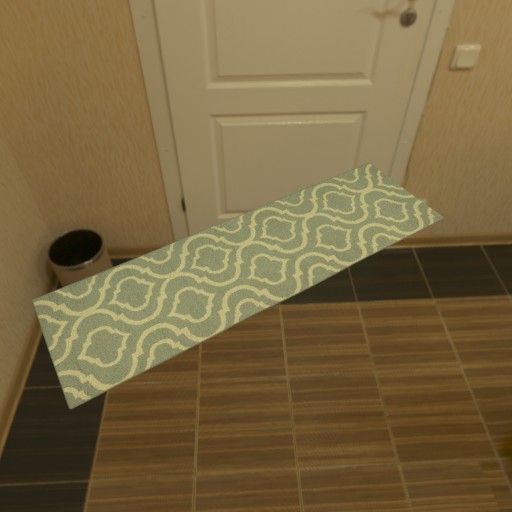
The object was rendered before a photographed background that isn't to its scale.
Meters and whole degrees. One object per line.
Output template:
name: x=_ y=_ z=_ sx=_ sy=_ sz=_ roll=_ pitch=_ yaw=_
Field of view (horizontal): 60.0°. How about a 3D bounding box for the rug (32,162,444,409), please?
rug: x=0.000 y=0.000 z=2.474 sx=2.275 sy=0.009 sz=0.684 roll=-24 pitch=51 yaw=-21
